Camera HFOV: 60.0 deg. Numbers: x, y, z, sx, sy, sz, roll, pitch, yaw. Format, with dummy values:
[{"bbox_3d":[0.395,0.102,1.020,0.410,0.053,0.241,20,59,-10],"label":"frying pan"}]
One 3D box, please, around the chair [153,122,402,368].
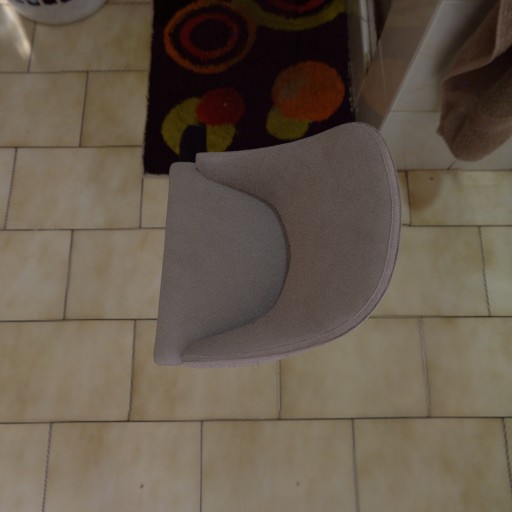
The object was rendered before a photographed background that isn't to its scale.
[{"bbox_3d":[0.000,0.000,1.285,0.575,0.889,0.643,2,76,0],"label":"chair"}]
